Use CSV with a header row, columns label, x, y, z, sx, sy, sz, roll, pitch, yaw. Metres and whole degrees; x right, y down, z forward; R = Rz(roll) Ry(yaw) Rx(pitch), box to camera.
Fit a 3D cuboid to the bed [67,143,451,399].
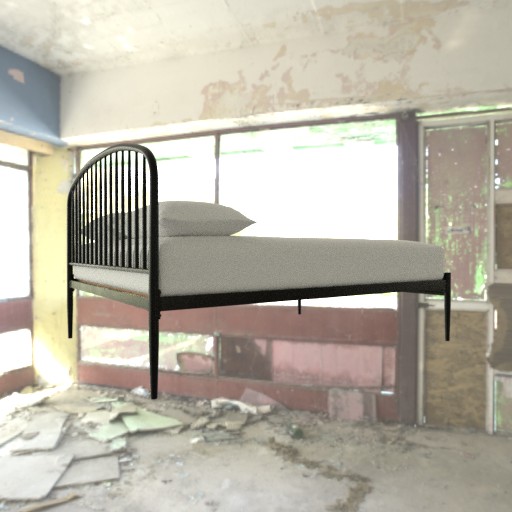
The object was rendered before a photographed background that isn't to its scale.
label,x,y,z,sx,sy,sz,roll,pitch,yaw
bed,0.000,0.000,3.092,2.159,1.166,1.618,0,1,-35
